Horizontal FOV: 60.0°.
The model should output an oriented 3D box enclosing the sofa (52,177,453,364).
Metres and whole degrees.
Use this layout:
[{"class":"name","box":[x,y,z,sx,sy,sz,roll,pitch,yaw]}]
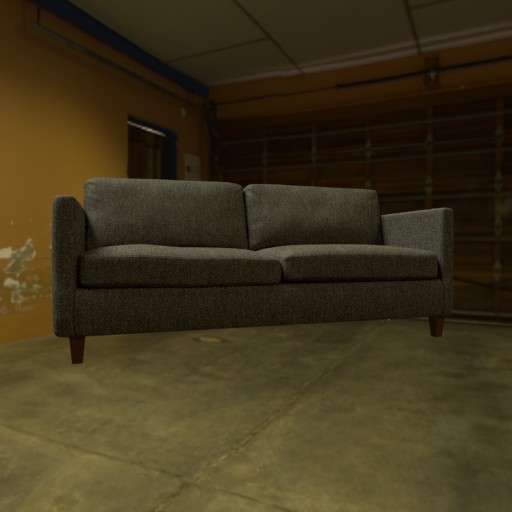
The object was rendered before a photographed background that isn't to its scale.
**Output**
[{"class":"sofa","box":[0.000,0.000,2.723,2.208,0.960,0.948,0,1,-18]}]
